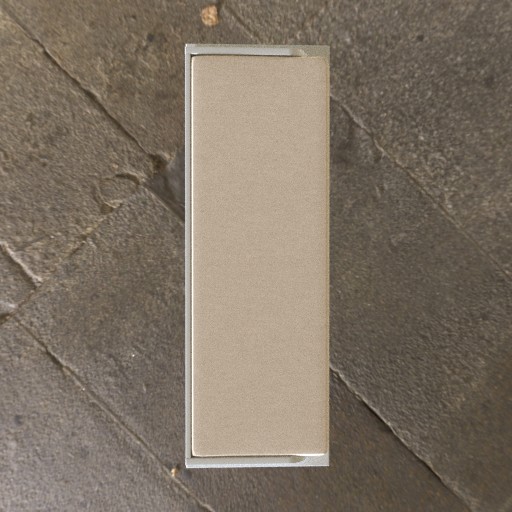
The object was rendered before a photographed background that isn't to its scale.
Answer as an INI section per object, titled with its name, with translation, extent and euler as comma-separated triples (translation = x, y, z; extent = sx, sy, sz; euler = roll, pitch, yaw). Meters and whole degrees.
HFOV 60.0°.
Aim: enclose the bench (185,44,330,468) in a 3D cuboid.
[bench]
translation = 0.000, 0.000, 1.438
extent = 0.402, 0.486, 1.185
euler = 0, 90, -2
